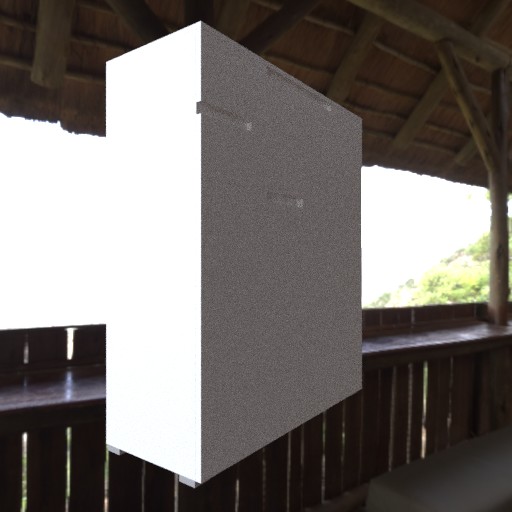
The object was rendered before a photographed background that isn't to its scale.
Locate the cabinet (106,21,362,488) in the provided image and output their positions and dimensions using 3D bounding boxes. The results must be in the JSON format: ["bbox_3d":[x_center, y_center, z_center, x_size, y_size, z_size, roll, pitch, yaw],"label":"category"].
[{"bbox_3d":[0.000,0.000,1.641,0.400,1.190,1.000,0,0,37],"label":"cabinet"}]
